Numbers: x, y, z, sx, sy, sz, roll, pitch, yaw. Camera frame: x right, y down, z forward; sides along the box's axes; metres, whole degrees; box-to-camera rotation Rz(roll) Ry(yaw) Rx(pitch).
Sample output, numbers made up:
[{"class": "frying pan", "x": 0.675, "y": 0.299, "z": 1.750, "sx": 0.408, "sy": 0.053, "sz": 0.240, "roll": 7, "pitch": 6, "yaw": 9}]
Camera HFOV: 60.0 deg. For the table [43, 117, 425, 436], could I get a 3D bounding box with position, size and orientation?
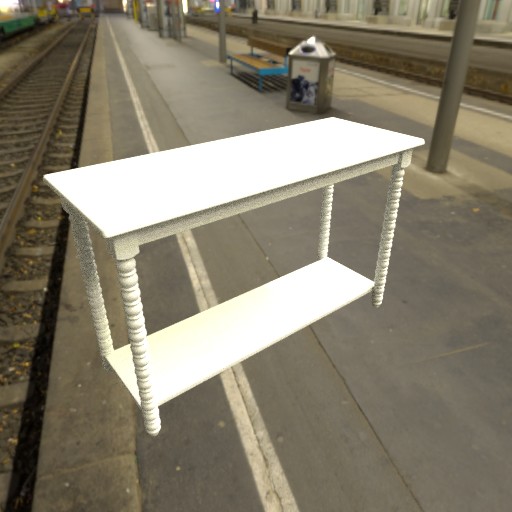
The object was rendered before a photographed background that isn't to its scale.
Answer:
[{"class": "table", "x": 0.000, "y": 0.000, "z": 1.595, "sx": 1.184, "sy": 0.740, "sz": 0.459, "roll": -21, "pitch": 36, "yaw": -32}]
